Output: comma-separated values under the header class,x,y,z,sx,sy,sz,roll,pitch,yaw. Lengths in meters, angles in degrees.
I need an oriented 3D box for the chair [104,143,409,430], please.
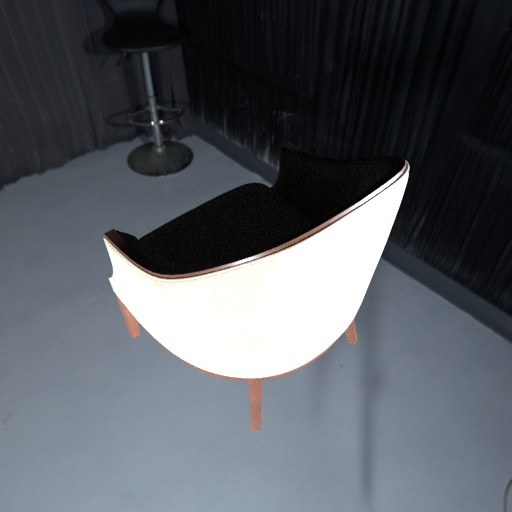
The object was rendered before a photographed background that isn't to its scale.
class,x,y,z,sx,sy,sz,roll,pitch,yaw
chair,0.000,0.000,1.485,0.803,0.876,0.735,-32,53,-28
